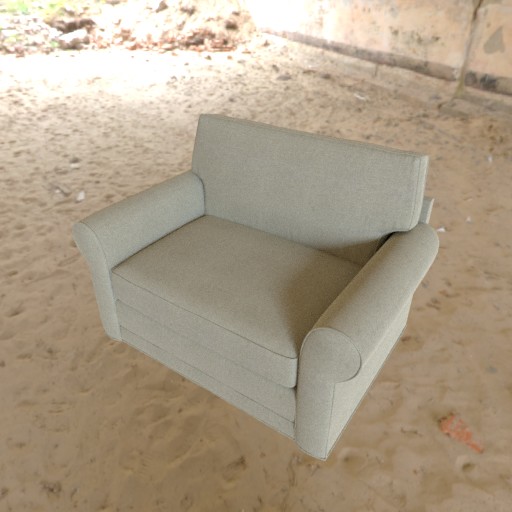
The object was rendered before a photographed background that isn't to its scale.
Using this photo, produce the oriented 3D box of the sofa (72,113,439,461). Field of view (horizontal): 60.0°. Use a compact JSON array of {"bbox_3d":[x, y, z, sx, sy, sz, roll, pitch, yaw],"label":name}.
[{"bbox_3d":[0.000,0.000,2.025,1.405,0.991,0.936,20,37,29],"label":"sofa"}]
